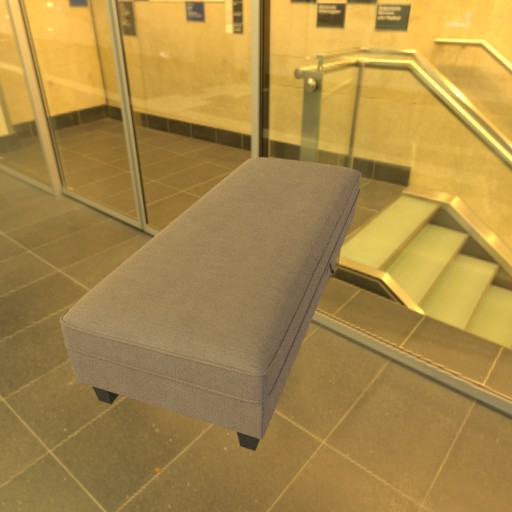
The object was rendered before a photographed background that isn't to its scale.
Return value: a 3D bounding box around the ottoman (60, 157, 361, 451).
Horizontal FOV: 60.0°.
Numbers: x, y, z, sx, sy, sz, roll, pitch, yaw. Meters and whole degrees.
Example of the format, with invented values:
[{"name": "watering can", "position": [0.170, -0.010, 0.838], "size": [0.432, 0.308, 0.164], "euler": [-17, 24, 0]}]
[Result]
[{"name": "ottoman", "position": [0.000, 0.000, 2.089], "size": [0.751, 0.470, 1.764], "euler": [10, 32, 17]}]
